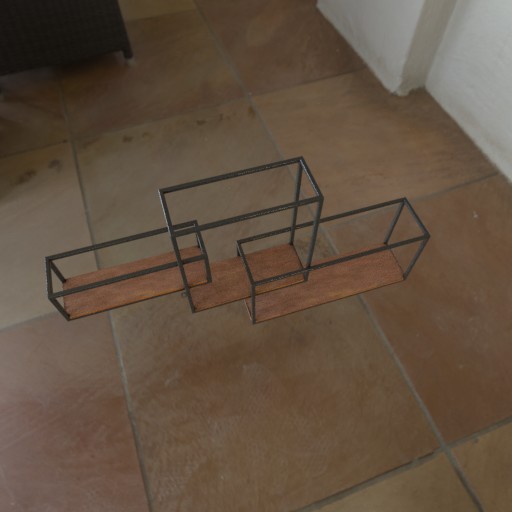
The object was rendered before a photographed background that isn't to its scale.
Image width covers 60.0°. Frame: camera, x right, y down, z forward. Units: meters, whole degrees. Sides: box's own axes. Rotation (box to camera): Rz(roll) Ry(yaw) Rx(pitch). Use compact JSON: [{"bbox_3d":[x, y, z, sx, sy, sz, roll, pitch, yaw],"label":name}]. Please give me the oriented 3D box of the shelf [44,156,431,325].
[{"bbox_3d":[0.000,0.000,2.155,1.781,0.972,0.275,-15,59,-9],"label":"shelf"}]
